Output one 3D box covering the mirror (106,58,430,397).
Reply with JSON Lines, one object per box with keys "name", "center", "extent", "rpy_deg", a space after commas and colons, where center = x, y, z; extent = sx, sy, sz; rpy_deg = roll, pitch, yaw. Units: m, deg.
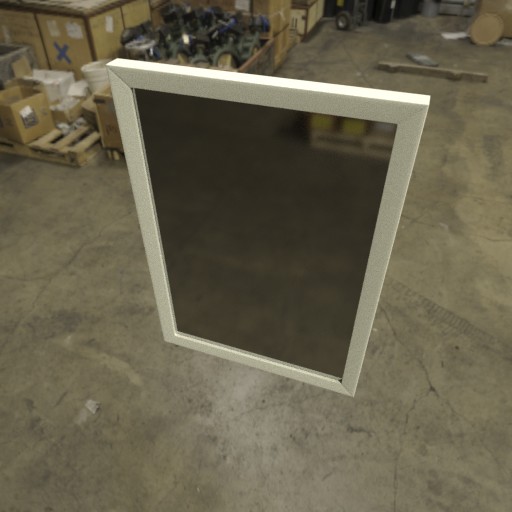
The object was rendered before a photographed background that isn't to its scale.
{"name": "mirror", "center": [0.000, 0.000, 0.904], "extent": [0.507, 0.710, 0.040], "rpy_deg": [13, 42, 15]}
